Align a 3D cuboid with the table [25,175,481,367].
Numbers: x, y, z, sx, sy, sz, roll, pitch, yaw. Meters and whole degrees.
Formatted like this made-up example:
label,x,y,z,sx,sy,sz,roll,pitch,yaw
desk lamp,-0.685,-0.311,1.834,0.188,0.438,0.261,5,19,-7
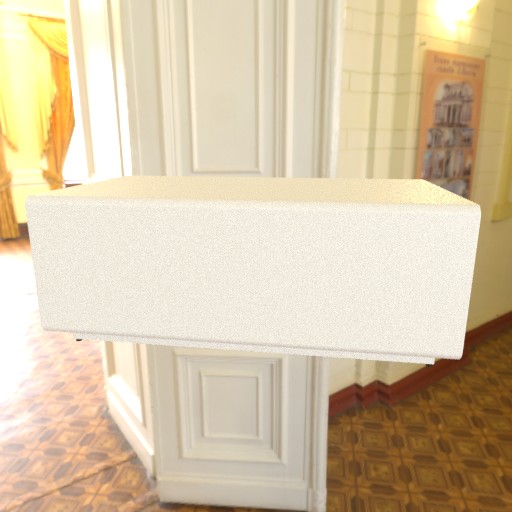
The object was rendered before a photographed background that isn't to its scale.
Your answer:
label,x,y,z,sx,sy,sz,roll,pitch,yaw
table,0.000,0.000,1.408,1.097,0.442,0.639,2,15,8
